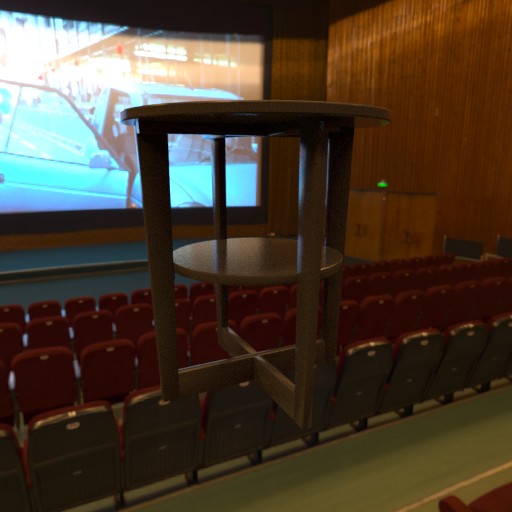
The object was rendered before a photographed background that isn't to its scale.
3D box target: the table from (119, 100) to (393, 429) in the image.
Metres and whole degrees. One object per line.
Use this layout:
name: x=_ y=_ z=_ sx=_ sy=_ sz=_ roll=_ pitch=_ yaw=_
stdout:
table: x=0.000 y=0.000 z=0.907 sx=0.500 sy=0.550 sz=0.500 roll=0 pitch=13 yaw=0
